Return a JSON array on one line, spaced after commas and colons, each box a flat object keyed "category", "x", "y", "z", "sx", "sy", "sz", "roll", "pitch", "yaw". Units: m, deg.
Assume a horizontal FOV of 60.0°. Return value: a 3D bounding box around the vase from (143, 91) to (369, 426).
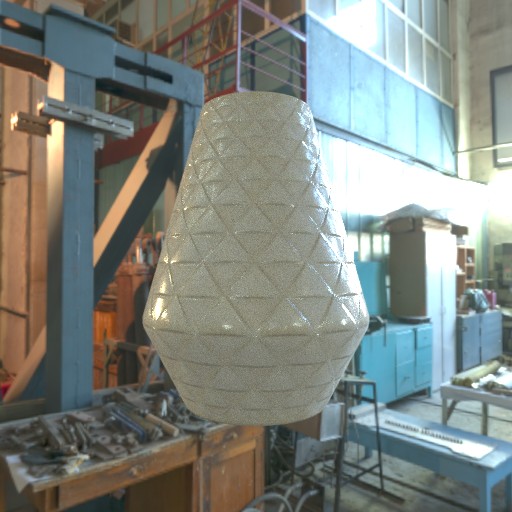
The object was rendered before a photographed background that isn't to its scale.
[{"category": "vase", "x": 0.000, "y": 0.000, "z": 0.353, "sx": 0.175, "sy": 0.230, "sz": 0.175, "roll": 0, "pitch": -2, "yaw": 0}]
